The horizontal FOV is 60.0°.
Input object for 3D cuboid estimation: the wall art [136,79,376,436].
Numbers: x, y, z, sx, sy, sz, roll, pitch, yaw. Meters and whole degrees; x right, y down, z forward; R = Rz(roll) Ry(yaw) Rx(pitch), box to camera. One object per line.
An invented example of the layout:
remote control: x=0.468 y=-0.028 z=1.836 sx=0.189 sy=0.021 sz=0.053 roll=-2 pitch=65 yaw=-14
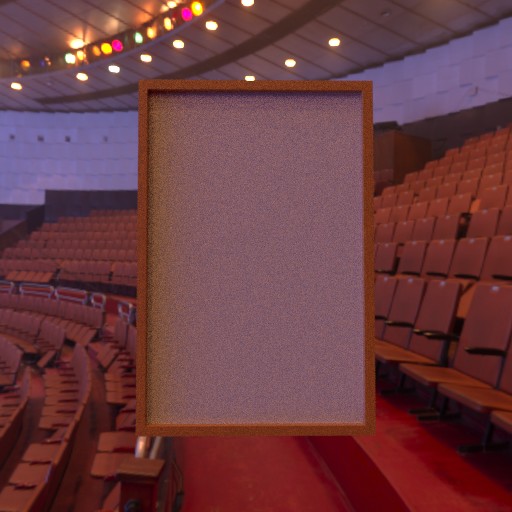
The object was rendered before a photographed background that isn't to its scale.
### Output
wall art: x=0.000 y=0.000 z=1.158 sx=0.610 sy=0.916 sz=0.037 roll=0 pitch=-2 yaw=-1
